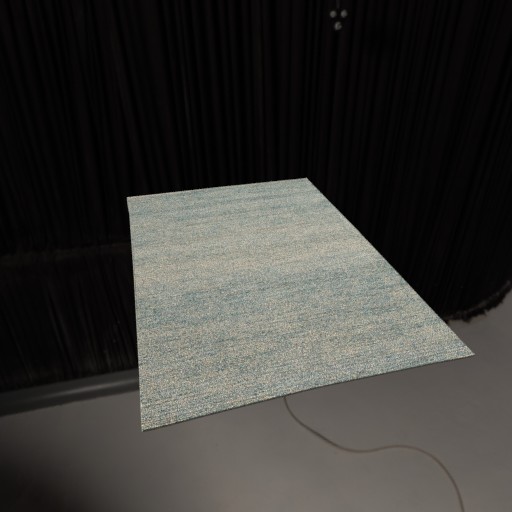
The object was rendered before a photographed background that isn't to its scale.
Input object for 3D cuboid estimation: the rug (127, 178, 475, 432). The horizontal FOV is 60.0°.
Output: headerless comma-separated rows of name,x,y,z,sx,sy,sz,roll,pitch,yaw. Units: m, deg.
rug,0.000,0.000,5.130,2.802,0.052,4.078,-8,33,-13
